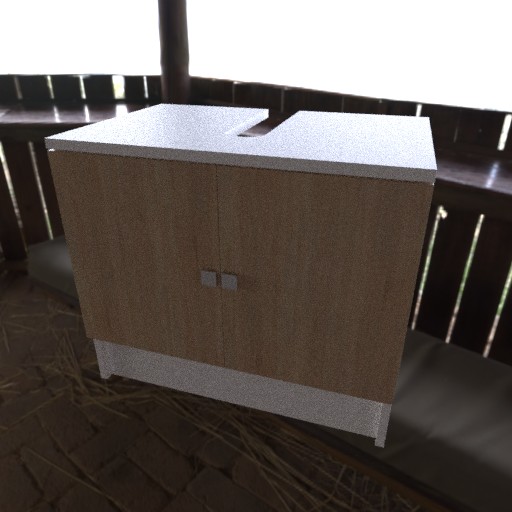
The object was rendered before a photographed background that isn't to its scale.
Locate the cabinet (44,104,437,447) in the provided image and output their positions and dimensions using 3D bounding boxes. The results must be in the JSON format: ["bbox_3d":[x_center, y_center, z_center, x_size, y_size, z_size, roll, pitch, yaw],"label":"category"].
[{"bbox_3d":[0.000,0.000,0.918,0.600,0.522,0.400,8,28,16],"label":"cabinet"}]
